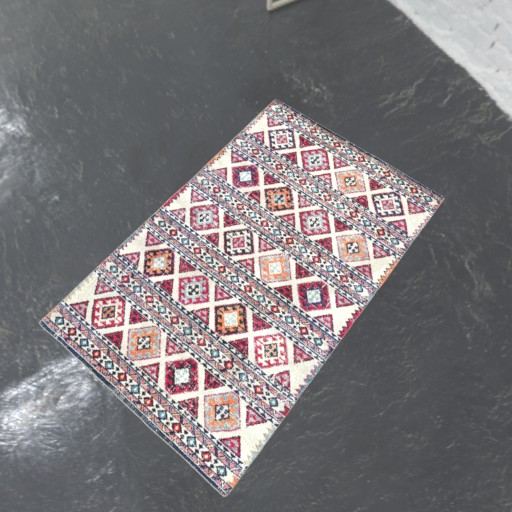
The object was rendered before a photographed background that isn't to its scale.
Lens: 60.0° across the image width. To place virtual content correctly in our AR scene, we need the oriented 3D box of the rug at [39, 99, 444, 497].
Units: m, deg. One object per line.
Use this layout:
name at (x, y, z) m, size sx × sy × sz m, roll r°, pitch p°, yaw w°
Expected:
rug at (0.000, 0.000, 2.977) m, size 1.545 × 0.010 × 2.440 m, roll 36°, pitch 69°, yaw 16°
